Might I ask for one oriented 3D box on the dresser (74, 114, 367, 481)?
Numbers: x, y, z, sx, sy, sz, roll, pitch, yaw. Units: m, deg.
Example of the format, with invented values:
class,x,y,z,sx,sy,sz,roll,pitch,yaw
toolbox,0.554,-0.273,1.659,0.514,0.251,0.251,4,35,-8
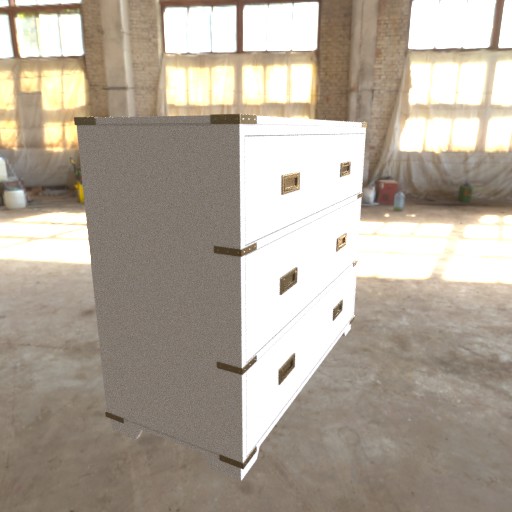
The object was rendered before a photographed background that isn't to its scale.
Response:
class,x,y,z,sx,sy,sz,roll,pitch,yaw
dresser,0.000,0.000,1.523,0.460,0.891,1.022,8,18,26
